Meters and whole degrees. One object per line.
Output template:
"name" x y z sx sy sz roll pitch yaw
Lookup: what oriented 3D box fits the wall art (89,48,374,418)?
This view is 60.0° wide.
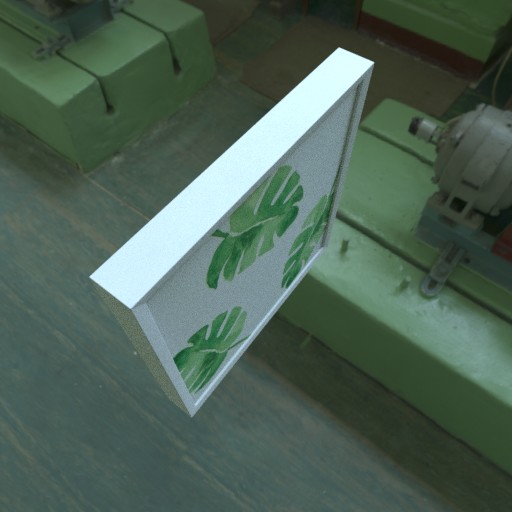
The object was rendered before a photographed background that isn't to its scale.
"wall art" 0.000 0.000 0.470 0.038 0.305 0.305 33 64 19
